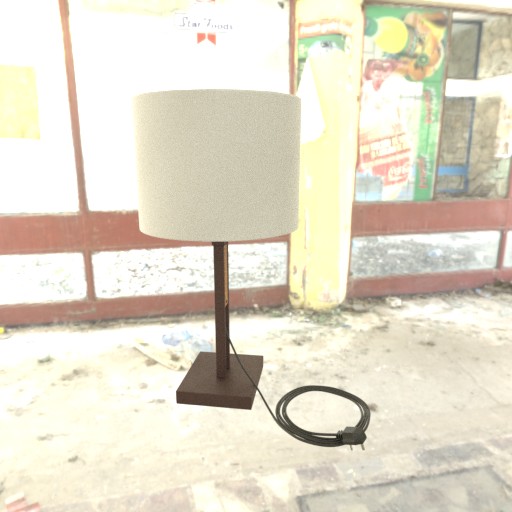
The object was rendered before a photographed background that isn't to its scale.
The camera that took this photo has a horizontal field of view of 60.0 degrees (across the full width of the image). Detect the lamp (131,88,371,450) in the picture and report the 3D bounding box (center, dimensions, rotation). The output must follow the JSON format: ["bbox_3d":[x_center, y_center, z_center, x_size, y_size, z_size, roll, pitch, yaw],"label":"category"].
[{"bbox_3d":[0.000,0.000,0.988,0.525,0.668,0.396,2,14,8],"label":"lamp"}]
